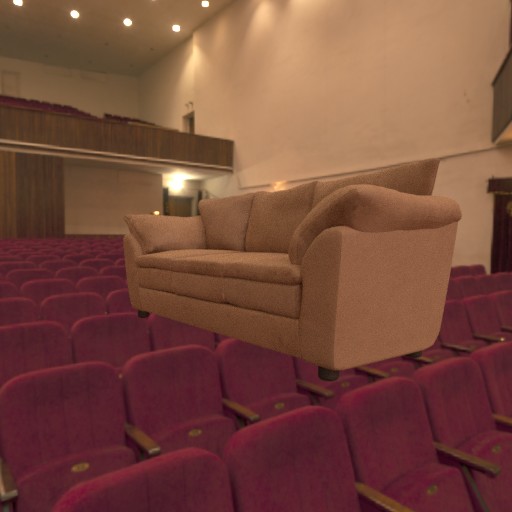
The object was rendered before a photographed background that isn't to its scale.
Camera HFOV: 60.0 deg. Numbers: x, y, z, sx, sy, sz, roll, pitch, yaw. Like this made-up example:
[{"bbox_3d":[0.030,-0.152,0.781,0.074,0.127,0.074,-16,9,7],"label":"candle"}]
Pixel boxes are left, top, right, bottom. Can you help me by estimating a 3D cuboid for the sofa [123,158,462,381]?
[{"bbox_3d":[0.000,0.000,2.804,0.893,0.981,2.377,-1,2,-37],"label":"sofa"}]
